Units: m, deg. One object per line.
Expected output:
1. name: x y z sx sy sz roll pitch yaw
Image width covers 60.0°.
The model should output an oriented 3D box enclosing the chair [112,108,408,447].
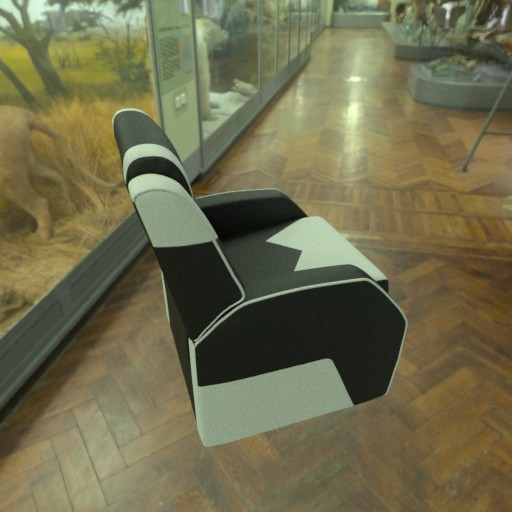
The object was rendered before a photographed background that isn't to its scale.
1. chair: 0.000 0.000 1.290 0.672 0.805 0.620 -10 32 -16
